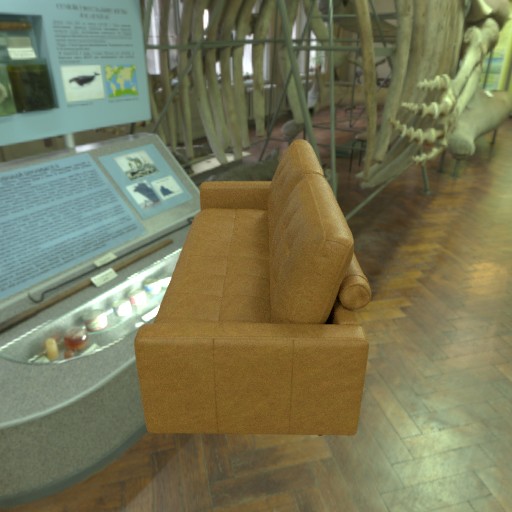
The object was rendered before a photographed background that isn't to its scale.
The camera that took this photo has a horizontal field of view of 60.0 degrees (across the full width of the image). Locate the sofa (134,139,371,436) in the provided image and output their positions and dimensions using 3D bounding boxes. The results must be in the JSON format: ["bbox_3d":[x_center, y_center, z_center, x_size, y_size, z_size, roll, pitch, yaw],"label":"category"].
[{"bbox_3d":[0.000,0.000,2.305,0.850,0.898,1.821,0,26,1],"label":"sofa"}]
